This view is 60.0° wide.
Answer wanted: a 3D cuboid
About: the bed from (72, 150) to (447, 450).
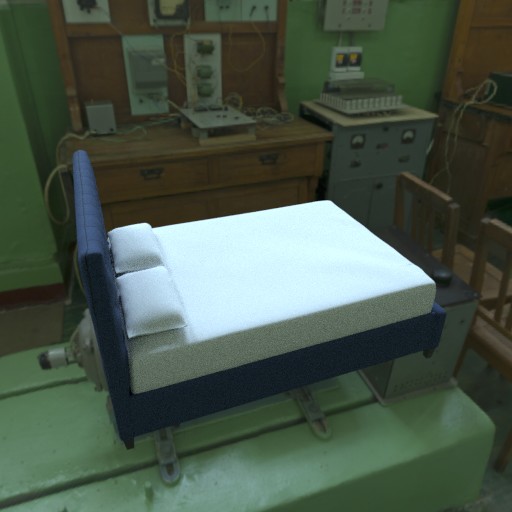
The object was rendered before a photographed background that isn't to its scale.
[{"bbox_3d":[0.000,0.000,3.418,2.387,1.427,1.706,-11,32,-18],"label":"bed"}]
